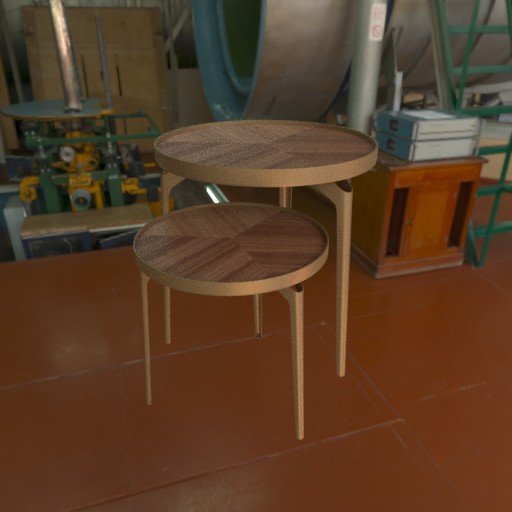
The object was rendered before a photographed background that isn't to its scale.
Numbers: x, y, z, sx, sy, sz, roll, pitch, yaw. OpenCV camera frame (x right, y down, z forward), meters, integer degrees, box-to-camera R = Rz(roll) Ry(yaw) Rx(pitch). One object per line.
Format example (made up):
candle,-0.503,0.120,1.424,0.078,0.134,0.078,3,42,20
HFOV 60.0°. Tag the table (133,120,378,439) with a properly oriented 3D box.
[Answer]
table,0.000,0.000,1.129,0.532,0.555,0.751,7,28,14
